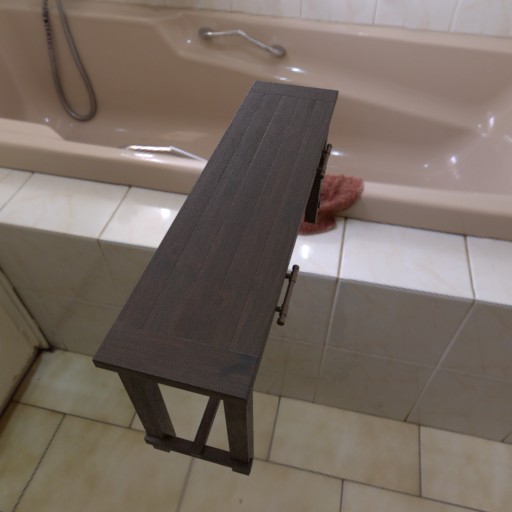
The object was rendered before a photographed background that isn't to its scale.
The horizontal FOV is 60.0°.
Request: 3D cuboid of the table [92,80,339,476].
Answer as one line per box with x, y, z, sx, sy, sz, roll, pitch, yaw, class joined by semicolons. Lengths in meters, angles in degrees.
0.000;0.000;1.896;0.442;0.762;1.599;11;48;10;table
